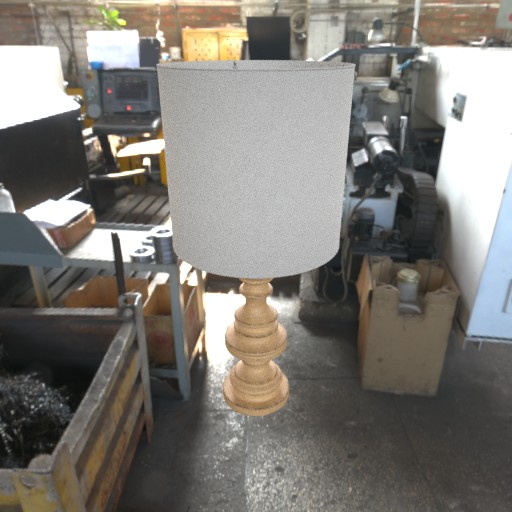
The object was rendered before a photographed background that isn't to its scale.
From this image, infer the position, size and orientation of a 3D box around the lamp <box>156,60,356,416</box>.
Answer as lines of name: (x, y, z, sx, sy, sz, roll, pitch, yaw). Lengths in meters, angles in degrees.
lamp: (0.000, 0.000, 0.572, 0.208, 0.455, 0.208, -17, 31, -32)
